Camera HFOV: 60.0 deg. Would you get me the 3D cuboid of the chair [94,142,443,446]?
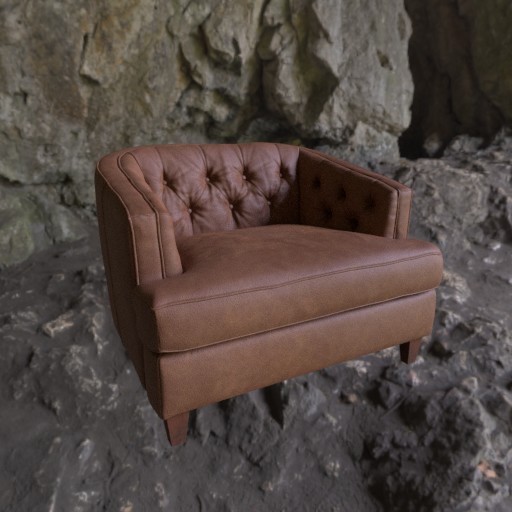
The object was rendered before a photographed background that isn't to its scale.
[{"bbox_3d":[0.000,0.000,1.746,1.119,0.836,0.911,-9,19,-28],"label":"chair"}]
